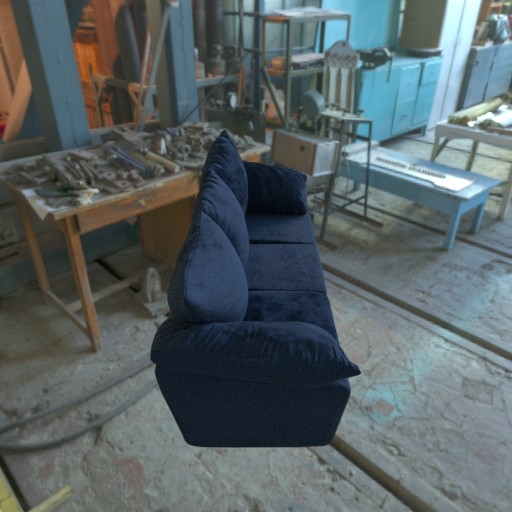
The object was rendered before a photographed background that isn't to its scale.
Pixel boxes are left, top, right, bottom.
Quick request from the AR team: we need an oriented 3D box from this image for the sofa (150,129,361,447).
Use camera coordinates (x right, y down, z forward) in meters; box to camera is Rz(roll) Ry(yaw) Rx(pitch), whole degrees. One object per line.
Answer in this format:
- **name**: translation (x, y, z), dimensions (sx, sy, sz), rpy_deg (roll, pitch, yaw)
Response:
- **sofa**: translation (0.000, 0.000, 2.896), dimensions (0.907, 1.091, 2.390), rpy_deg (0, 31, 0)
